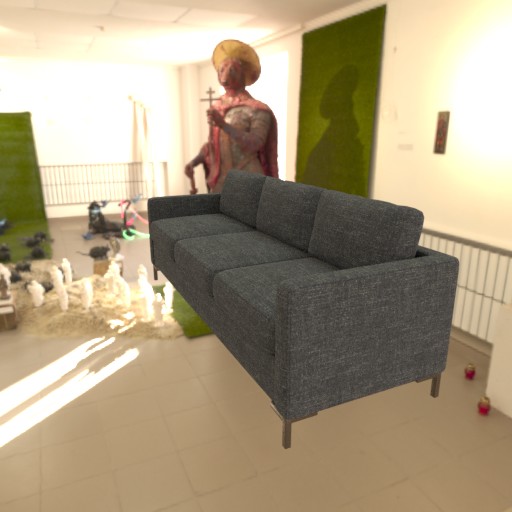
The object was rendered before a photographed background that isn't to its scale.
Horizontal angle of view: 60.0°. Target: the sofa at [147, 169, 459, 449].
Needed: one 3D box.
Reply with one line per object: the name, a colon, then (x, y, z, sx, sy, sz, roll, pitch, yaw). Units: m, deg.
sofa: (0.000, 0.000, 2.690, 0.859, 0.874, 2.218, -8, 18, -24)
